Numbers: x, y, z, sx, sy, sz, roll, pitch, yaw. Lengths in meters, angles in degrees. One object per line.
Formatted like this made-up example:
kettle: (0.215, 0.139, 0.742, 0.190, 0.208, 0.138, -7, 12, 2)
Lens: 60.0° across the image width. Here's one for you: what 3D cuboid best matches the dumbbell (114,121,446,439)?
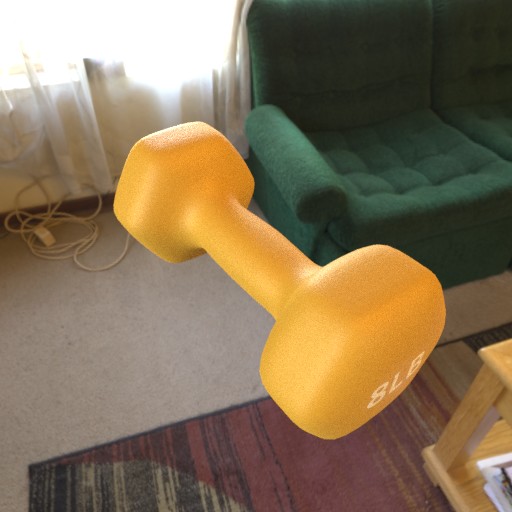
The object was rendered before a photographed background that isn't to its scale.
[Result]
dumbbell: (0.000, 0.000, 0.235, 0.090, 0.082, 0.190, -26, 48, -26)
